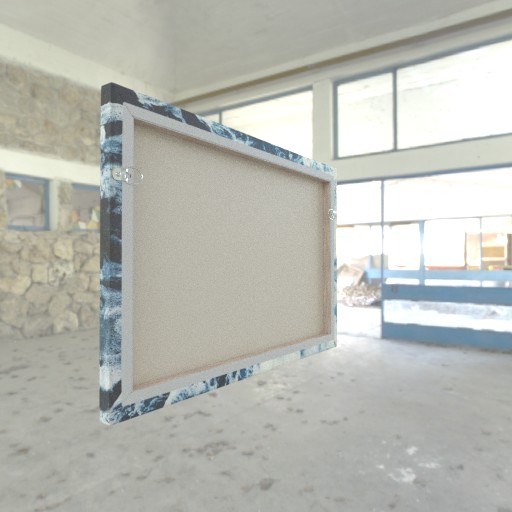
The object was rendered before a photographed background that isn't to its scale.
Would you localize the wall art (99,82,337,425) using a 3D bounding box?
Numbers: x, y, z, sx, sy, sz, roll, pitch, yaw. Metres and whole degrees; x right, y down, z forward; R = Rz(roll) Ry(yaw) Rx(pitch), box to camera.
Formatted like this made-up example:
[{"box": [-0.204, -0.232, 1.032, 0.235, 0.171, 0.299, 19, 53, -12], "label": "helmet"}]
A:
[{"box": [0.000, 0.000, 1.934, 0.055, 1.017, 1.524, -1, -1, 36], "label": "wall art"}]
